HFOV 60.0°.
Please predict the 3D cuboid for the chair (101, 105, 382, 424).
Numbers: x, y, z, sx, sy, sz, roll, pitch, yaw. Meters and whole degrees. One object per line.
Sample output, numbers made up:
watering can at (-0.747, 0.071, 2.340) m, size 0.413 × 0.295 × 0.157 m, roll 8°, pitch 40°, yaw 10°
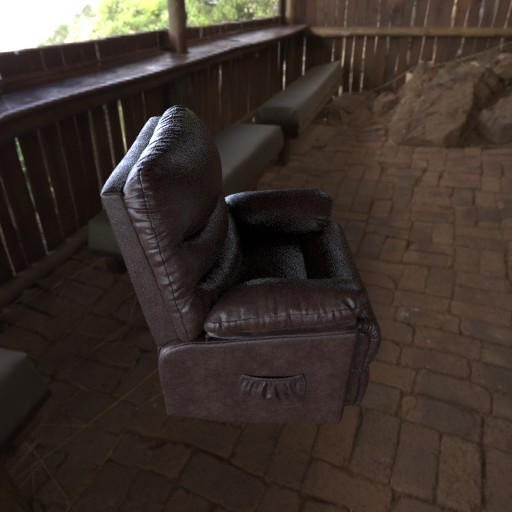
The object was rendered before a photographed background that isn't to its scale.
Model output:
chair at (0.000, 0.000, 1.781) m, size 0.879 × 1.041 × 0.940 m, roll 0°, pitch 32°, yaw -1°
